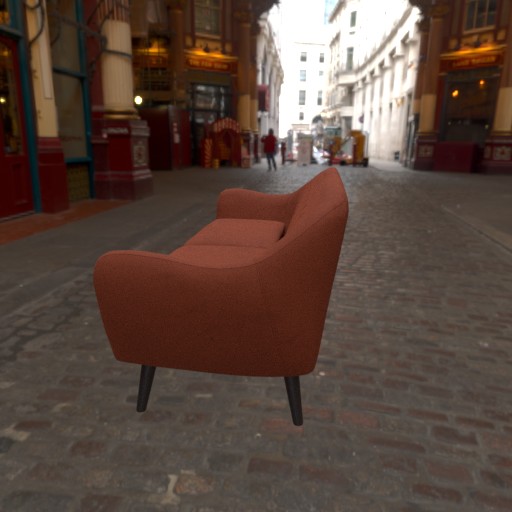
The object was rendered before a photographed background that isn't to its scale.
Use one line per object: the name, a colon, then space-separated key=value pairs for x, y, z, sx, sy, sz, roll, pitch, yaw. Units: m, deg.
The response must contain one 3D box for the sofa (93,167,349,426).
sofa: x=0.000 y=0.000 z=2.252 sx=0.820 sy=0.836 sz=1.840 roll=2 pitch=15 yaw=8
